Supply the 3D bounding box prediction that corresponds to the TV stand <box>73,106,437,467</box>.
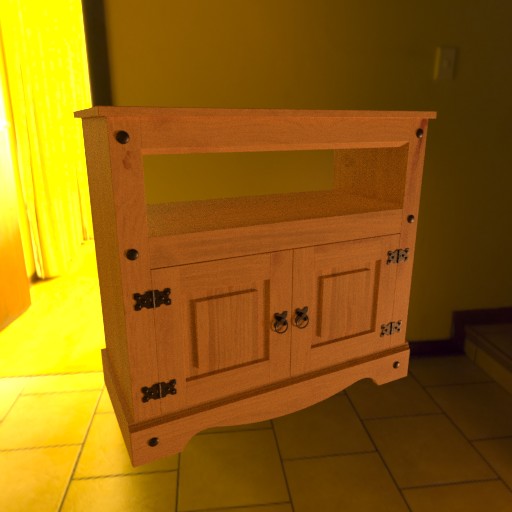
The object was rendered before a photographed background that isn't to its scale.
[{"bbox_3d":[0.000,0.000,1.269,0.851,0.787,0.430,-8,19,-26],"label":"TV stand"}]
